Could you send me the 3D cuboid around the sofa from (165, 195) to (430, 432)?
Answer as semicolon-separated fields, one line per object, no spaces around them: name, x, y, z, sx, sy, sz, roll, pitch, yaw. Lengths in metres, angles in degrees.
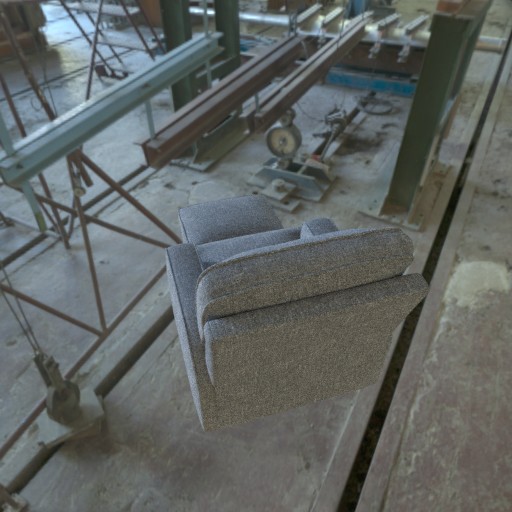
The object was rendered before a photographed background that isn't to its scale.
sofa;0.000;0.000;2.135;0.861;0.959;1.472;-11;41;-13
